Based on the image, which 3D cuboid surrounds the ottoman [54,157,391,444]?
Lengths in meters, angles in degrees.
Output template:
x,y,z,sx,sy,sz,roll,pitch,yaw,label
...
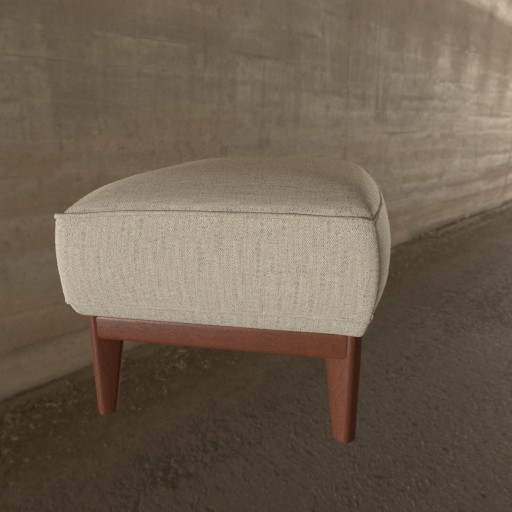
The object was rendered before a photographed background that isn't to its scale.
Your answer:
x,y,z,sx,sy,sz,roll,pitch,yaw,label
0.000,0.000,1.114,0.594,0.465,0.794,3,16,10,ottoman
